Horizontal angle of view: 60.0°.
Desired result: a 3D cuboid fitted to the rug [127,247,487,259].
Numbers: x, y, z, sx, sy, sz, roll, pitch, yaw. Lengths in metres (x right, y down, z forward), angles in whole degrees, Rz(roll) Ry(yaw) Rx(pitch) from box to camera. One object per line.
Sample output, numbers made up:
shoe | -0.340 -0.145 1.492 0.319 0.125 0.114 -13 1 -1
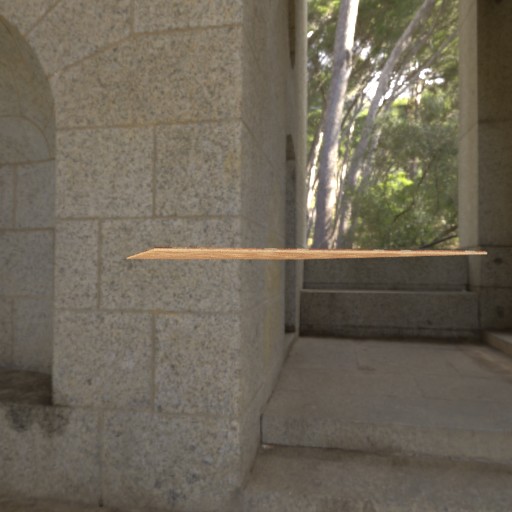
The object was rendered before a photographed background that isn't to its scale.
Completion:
rug | 0.000 0.000 2.941 1.555 0.016 2.286 0 -1 -19
